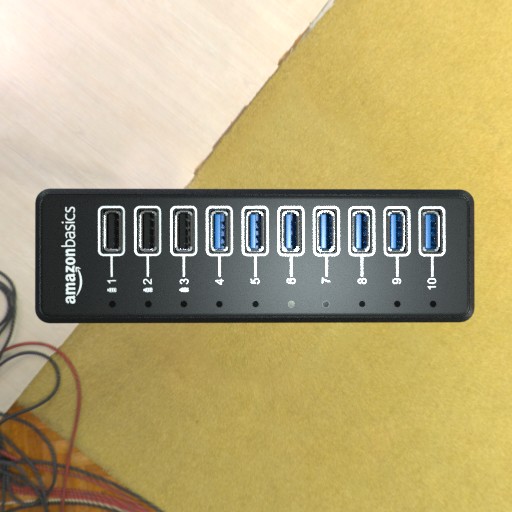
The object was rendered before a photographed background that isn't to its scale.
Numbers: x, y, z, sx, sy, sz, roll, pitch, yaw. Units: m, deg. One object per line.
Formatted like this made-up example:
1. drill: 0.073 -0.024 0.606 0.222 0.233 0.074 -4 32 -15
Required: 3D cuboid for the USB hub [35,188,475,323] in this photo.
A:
1. USB hub: 0.000 0.000 0.157 0.145 0.023 0.044 0 90 -1
